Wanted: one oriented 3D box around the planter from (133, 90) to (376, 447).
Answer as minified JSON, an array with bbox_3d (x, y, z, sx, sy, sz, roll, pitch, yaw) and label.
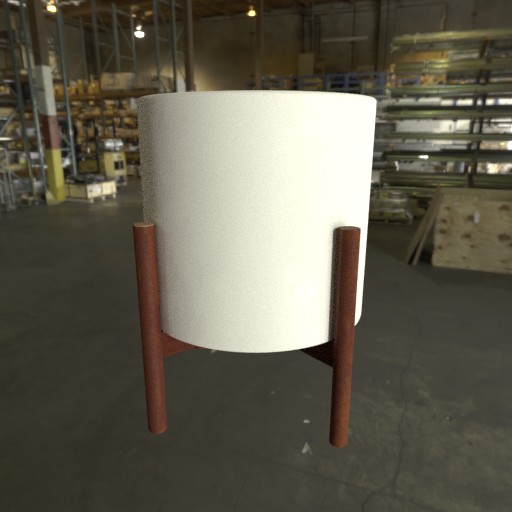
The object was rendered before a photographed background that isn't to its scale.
[{"bbox_3d":[0.000,0.000,0.876,0.420,0.581,0.421,3,16,9],"label":"planter"}]
